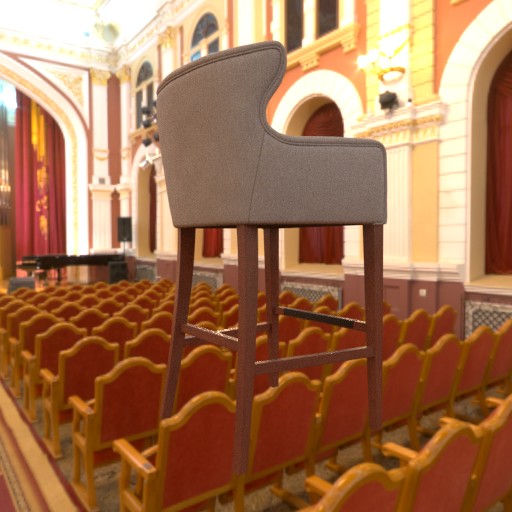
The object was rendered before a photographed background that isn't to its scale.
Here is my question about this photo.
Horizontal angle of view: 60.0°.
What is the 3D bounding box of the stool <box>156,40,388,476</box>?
[{"bbox_3d":[0.000,0.000,1.372,0.575,1.047,0.575,-1,2,-36],"label":"stool"}]
